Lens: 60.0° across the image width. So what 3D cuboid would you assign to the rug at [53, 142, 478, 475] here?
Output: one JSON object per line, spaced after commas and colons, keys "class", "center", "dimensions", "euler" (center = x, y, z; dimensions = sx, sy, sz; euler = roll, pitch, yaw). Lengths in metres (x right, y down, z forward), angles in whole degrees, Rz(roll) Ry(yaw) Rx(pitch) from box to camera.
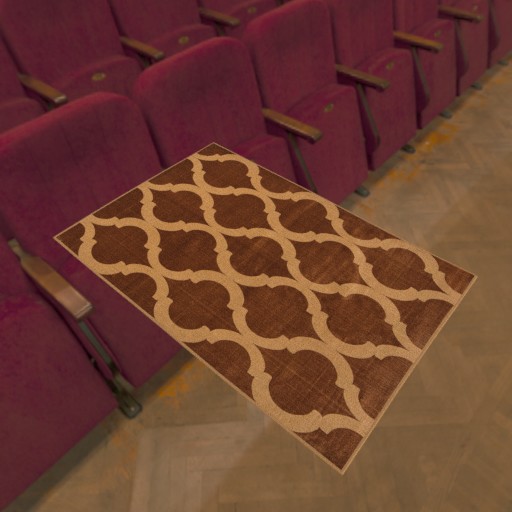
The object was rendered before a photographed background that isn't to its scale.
{"class": "rug", "center": [0.000, 0.000, 2.838], "dimensions": [2.290, 0.014, 1.526], "euler": [32, 54, 27]}
